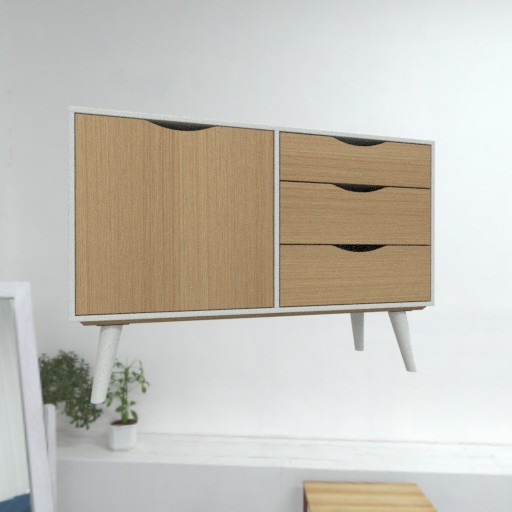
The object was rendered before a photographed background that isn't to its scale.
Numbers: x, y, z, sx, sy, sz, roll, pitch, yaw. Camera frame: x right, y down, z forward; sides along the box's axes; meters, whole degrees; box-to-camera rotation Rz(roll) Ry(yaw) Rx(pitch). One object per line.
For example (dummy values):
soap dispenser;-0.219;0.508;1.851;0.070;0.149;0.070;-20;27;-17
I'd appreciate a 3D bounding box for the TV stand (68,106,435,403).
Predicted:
TV stand;0.000;0.000;1.571;1.193;0.812;0.406;0;0;-18
